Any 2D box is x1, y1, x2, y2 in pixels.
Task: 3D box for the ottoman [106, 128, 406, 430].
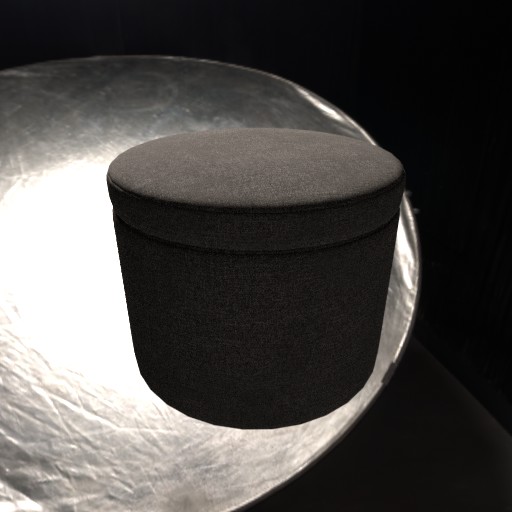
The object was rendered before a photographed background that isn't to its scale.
[{"bbox_3d":[0.000,0.000,0.852,0.500,0.419,0.500,0,27,0],"label":"ottoman"}]
